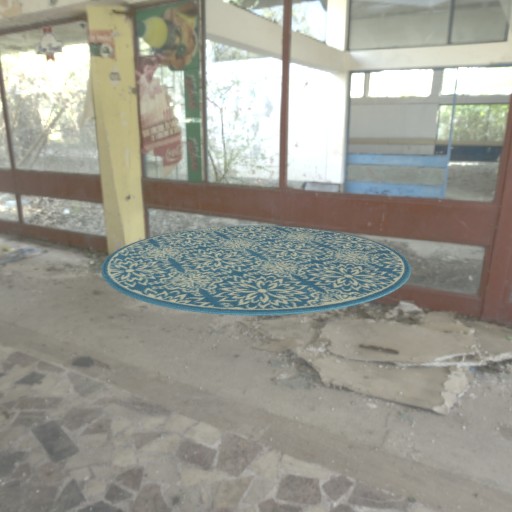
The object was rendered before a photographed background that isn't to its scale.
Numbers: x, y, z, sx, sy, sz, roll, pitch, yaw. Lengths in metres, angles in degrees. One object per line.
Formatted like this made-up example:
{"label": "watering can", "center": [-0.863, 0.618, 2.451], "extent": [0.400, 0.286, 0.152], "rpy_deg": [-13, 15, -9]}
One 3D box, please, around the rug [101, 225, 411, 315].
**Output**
{"label": "rug", "center": [0.000, 0.000, 2.402], "extent": [1.593, 0.012, 1.593], "rpy_deg": [0, 16, 0]}
